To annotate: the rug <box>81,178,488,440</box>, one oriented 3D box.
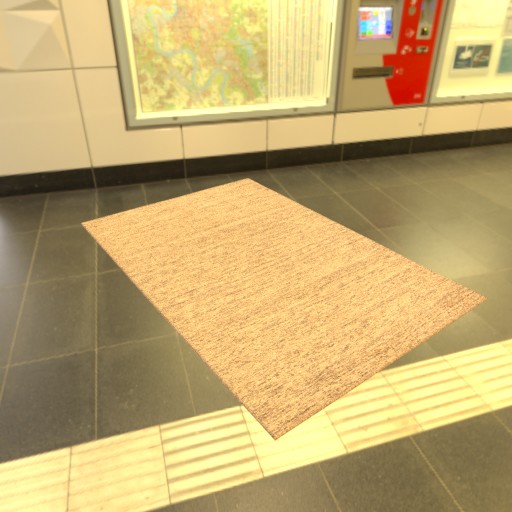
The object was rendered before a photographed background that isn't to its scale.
[{"bbox_3d":[0.000,0.000,2.310,1.225,0.013,1.840,-21,37,-31],"label":"rug"}]
